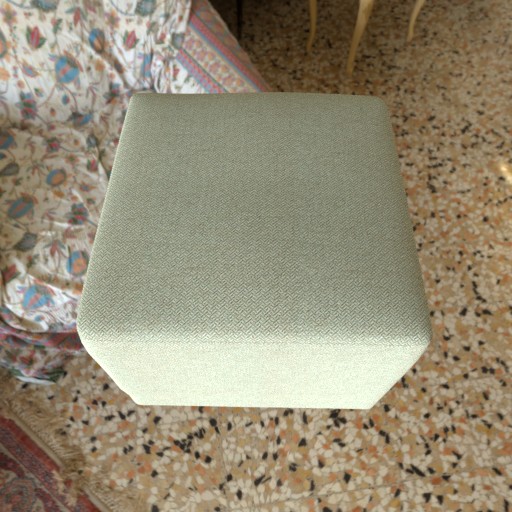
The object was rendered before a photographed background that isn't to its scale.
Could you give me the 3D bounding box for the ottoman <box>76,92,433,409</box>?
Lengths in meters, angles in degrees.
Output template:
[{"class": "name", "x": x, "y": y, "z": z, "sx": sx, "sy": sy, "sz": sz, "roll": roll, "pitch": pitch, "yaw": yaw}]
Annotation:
[{"class": "ottoman", "x": 0.000, "y": 0.000, "z": 0.902, "sx": 0.512, "sy": 0.453, "sz": 0.521, "roll": 1, "pitch": 59, "yaw": 1}]
